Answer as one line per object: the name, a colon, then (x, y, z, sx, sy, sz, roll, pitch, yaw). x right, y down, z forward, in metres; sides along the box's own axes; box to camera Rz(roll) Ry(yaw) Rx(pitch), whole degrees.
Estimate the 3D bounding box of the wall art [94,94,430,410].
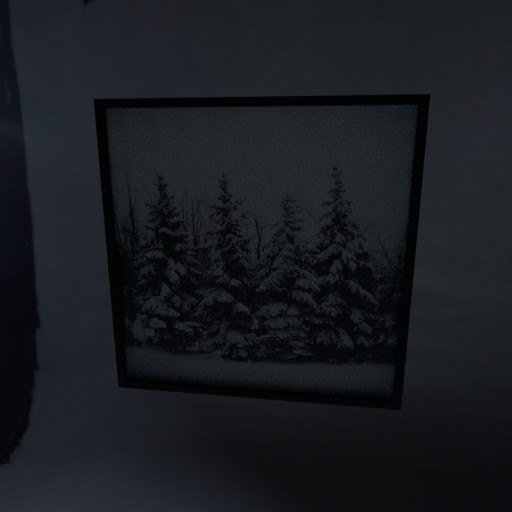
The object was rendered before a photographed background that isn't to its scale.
wall art: (0.000, 0.000, 0.454, 0.305, 0.305, 0.037, 2, 15, 8)
